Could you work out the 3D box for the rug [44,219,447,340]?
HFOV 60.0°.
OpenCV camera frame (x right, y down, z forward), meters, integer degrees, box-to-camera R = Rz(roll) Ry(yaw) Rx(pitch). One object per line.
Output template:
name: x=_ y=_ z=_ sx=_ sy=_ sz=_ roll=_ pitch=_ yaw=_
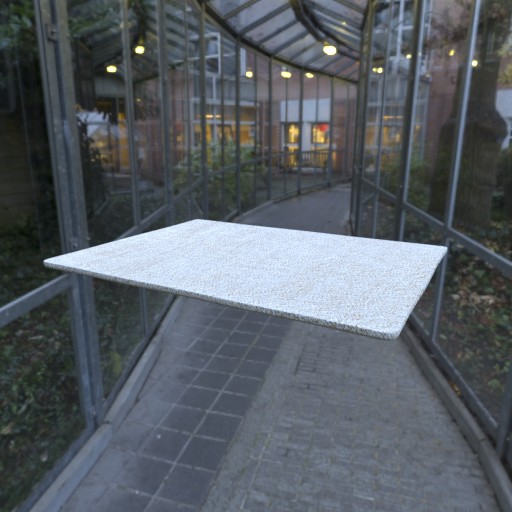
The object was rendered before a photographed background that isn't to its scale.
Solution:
rug: x=0.000 y=0.000 z=2.163 sx=1.600 sy=0.027 sz=1.200 roll=8 pitch=17 yaw=28
